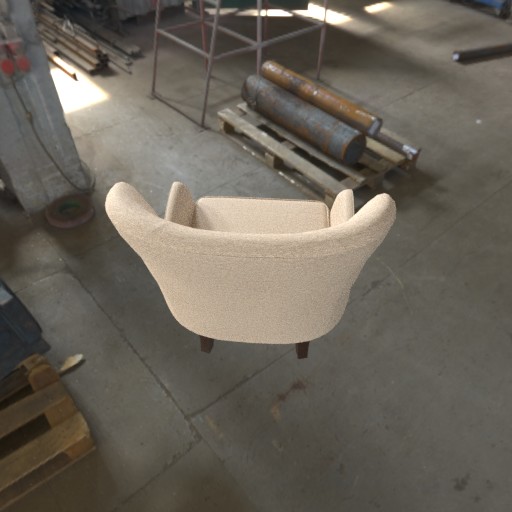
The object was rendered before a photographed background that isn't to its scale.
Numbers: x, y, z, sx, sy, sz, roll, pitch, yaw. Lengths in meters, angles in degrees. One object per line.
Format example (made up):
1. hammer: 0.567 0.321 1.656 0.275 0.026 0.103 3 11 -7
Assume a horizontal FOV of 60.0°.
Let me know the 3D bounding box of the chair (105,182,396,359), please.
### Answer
1. chair: 0.000 0.000 1.836 0.861 1.064 0.984 3 45 3
